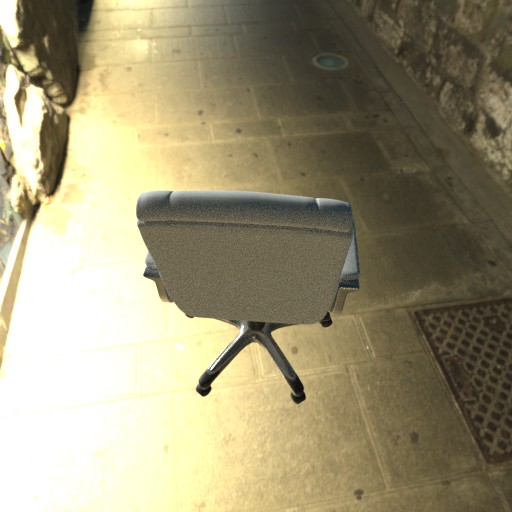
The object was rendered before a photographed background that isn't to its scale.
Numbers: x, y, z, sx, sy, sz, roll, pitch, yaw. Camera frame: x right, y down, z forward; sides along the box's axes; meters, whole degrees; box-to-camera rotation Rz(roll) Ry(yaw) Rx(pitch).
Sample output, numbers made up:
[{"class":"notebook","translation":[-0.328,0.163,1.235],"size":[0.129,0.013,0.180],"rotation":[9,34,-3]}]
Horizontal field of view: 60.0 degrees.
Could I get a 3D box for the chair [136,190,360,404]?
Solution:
[{"class":"chair","translation":[0.000,0.000,1.578],"size":[0.687,1.120,0.738],"rotation":[3,48,3]}]
